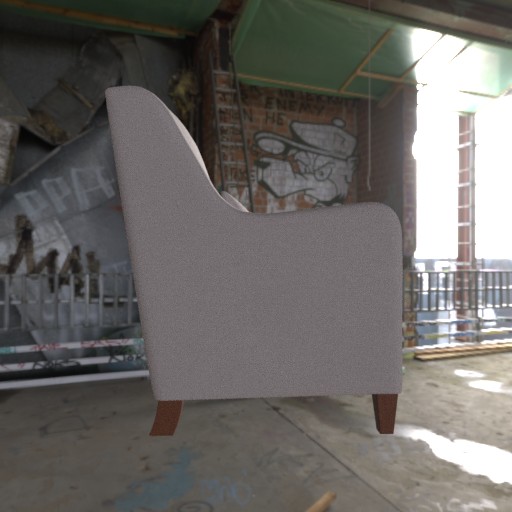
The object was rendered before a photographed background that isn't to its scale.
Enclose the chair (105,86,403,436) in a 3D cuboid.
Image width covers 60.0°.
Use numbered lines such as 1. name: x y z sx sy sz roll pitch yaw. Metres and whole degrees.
1. chair: 0.000 0.000 1.587 0.863 1.010 0.715 0 0 0
